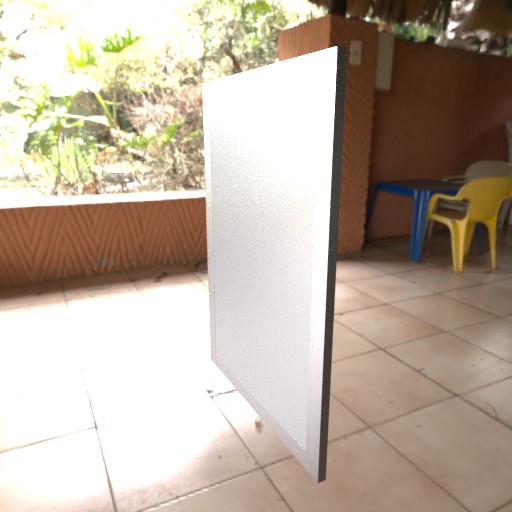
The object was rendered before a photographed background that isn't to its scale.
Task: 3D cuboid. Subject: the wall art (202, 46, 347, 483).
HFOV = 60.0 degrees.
[{"bbox_3d":[0.000,0.000,0.677,0.013,0.529,0.376,-8,17,-27],"label":"wall art"}]
